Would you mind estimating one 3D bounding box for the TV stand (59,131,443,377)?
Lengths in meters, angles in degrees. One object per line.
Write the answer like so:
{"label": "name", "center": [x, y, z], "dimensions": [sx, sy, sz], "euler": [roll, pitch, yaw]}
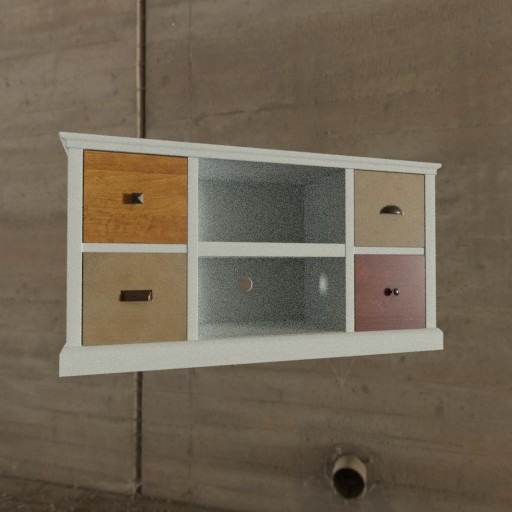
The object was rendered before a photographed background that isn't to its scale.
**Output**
{"label": "TV stand", "center": [0.000, 0.000, 1.497], "dimensions": [1.187, 0.624, 0.424], "euler": [0, -1, -18]}
